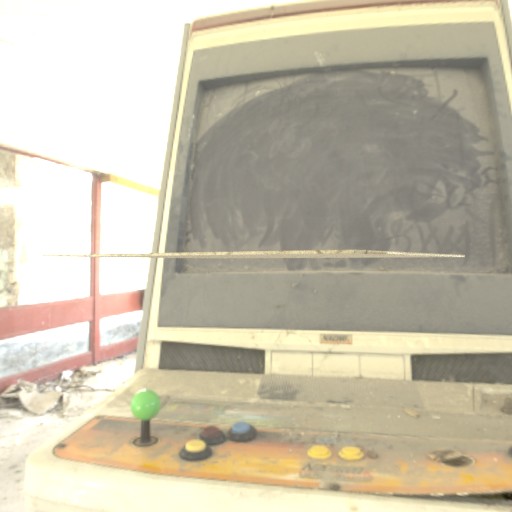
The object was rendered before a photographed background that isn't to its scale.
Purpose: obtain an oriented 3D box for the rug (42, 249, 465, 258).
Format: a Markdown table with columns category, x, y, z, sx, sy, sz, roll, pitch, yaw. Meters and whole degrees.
| category | x | y | z | sx | sy | sz | roll | pitch | yaw |
| --- | --- | --- | --- | --- | --- | --- | --- | --- | --- |
| rug | 0.000 | 0.000 | 4.068 | 3.038 | 0.019 | 2.420 | -1 | -1 | 37 |
